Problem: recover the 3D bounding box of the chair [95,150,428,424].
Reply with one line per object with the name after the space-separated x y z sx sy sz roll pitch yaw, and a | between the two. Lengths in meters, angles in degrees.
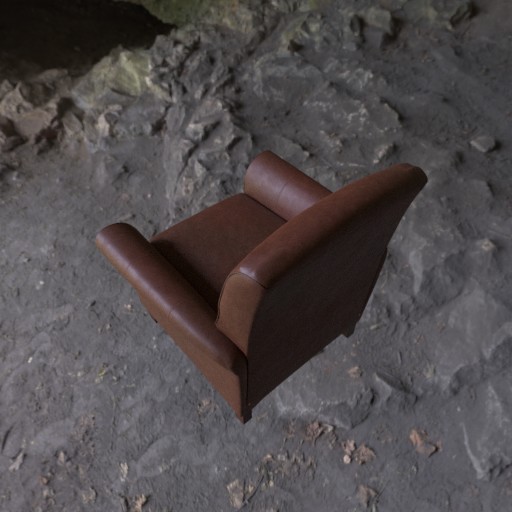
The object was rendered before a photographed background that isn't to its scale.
0.000 0.000 1.838 0.978 1.061 0.902 -32 53 -27 | chair
